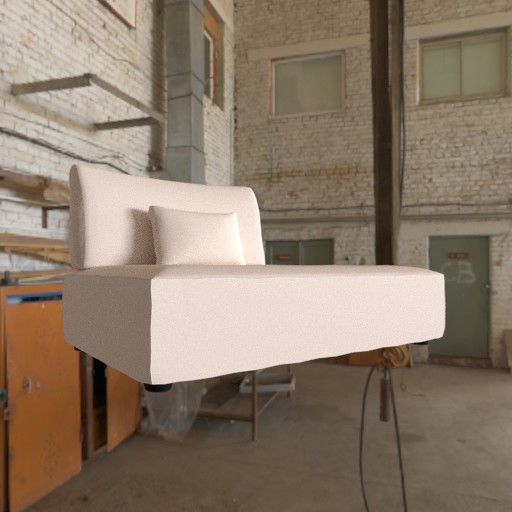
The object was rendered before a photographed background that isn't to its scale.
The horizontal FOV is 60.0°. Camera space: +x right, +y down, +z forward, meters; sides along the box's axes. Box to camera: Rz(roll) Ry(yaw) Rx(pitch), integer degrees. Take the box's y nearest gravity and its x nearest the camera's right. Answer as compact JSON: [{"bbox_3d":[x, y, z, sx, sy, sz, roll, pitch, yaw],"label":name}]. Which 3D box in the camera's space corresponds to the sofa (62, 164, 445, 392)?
[{"bbox_3d":[0.000,0.000,2.035,1.450,0.820,1.000,1,-2,-36],"label":"sofa"}]
